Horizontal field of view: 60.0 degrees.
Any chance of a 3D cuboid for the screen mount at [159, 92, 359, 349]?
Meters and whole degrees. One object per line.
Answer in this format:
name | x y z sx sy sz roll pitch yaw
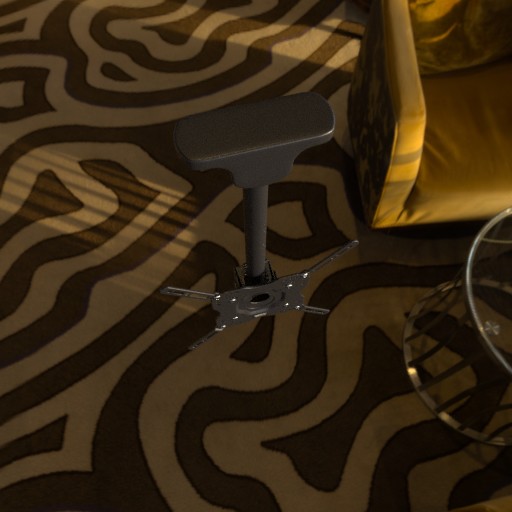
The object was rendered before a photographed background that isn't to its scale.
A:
screen mount | 0.000 0.000 0.895 0.393 0.729 0.090 -14 64 -7
